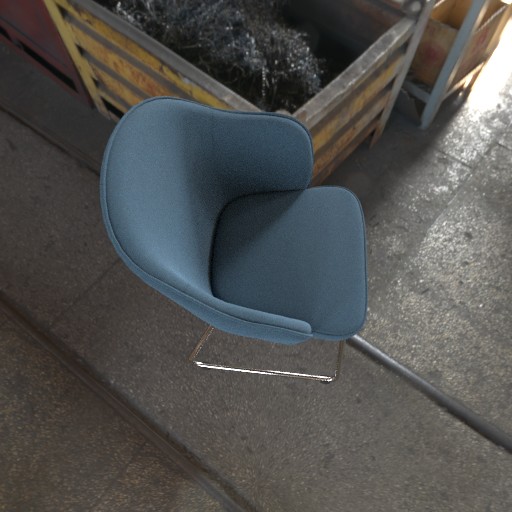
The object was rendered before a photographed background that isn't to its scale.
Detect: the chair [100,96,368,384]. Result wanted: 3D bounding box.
[{"bbox_3d":[0.000,0.000,1.198,0.585,0.815,0.570,3,63,2],"label":"chair"}]
